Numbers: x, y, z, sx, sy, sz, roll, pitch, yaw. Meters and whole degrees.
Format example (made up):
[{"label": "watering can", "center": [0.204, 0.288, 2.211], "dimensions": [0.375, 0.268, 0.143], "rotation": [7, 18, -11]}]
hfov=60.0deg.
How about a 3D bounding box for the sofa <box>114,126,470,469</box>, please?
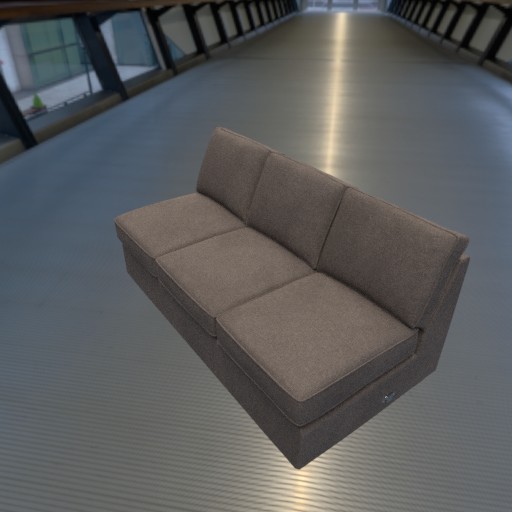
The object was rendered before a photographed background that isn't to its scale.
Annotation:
[{"label": "sofa", "center": [0.000, 0.000, 2.581], "dimensions": [1.027, 0.973, 1.962], "rotation": [-21, 37, -30]}]
